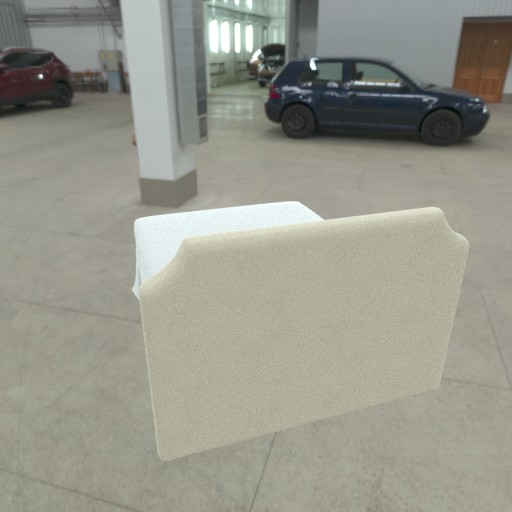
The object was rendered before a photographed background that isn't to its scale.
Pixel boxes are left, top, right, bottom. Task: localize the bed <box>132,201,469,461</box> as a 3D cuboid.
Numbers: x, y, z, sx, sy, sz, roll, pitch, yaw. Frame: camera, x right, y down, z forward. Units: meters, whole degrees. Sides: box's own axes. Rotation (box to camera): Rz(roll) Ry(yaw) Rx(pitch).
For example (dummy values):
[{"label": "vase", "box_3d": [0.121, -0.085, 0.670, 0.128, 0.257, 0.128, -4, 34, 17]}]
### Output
[{"label": "bed", "box_3d": [0.000, 0.000, 3.331, 1.827, 1.296, 2.209, -8, 26, -17]}]
